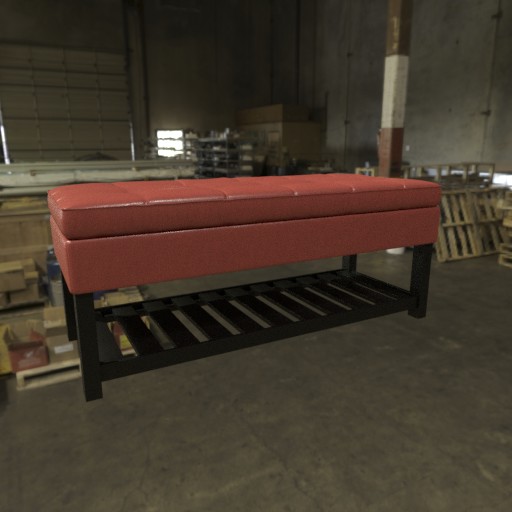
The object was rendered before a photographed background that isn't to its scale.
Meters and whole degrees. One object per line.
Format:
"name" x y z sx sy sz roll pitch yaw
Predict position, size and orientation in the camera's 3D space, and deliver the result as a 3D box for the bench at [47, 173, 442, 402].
"bench" 0.000 0.000 1.356 1.105 0.460 0.432 -7 16 -27
